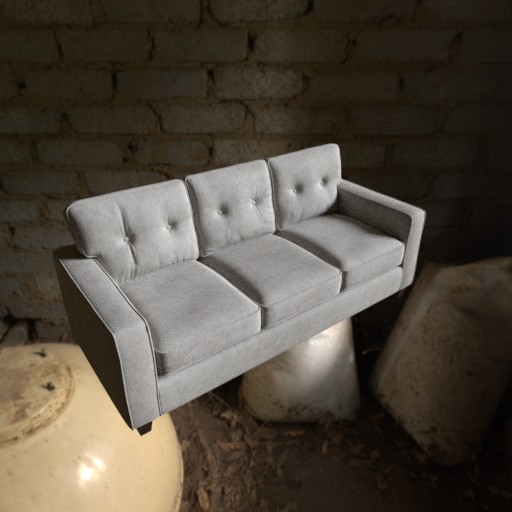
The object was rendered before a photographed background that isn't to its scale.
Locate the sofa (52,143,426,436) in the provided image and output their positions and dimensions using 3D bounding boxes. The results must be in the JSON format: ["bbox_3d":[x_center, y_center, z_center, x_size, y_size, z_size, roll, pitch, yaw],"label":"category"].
[{"bbox_3d":[0.000,0.000,2.727,2.133,0.965,0.939,-20,35,-31],"label":"sofa"}]
